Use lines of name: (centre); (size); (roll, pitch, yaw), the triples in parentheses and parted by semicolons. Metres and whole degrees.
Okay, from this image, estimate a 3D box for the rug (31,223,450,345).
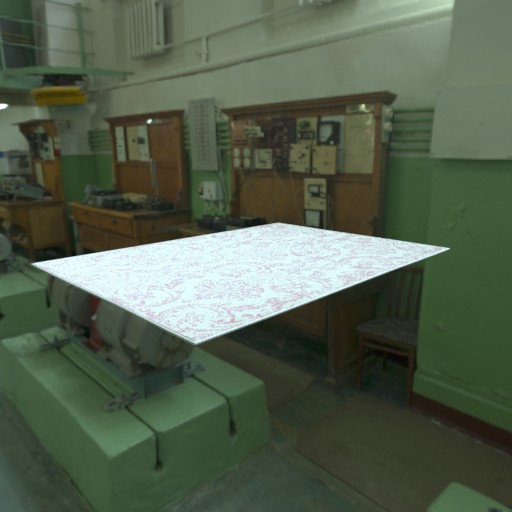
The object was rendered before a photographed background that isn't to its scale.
rug: (0.000, 0.000, 2.848); (1.598, 0.014, 2.202); (13, 18, 43)
